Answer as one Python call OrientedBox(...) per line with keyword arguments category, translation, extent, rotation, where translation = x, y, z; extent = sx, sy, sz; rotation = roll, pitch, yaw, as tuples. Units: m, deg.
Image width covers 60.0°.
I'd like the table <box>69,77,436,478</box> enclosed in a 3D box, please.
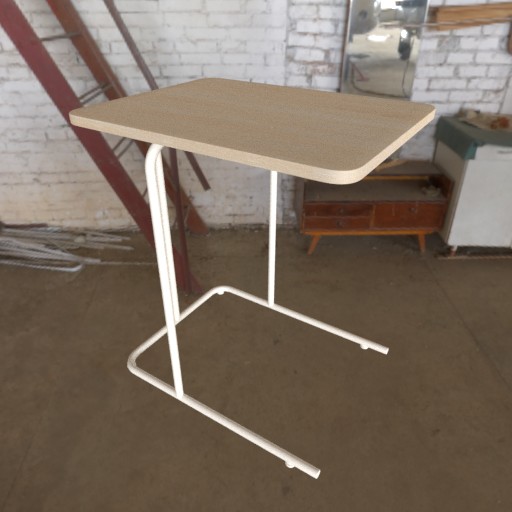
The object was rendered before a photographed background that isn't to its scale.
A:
OrientedBox(category="table", translation=(0.000, 0.000, 0.850), extent=(0.480, 0.550, 0.370), rotation=(19, 36, 28))
